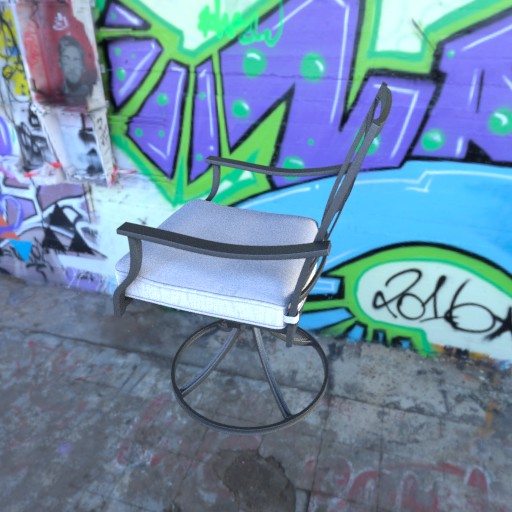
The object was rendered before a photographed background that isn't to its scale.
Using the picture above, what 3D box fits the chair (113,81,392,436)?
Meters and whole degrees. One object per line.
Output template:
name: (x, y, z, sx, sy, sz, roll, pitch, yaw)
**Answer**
chair: (0.000, 0.000, 1.260, 0.620, 0.889, 0.575, 8, 31, 14)
